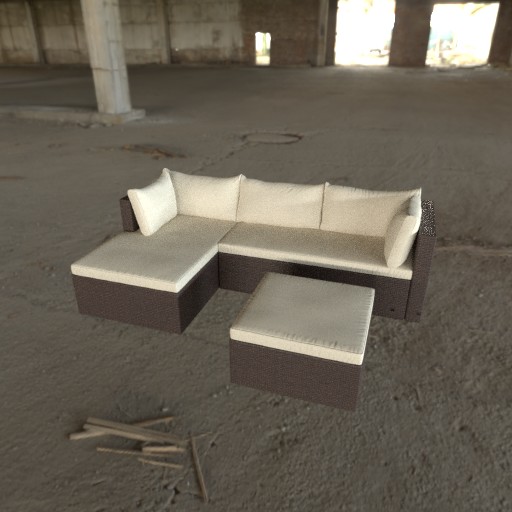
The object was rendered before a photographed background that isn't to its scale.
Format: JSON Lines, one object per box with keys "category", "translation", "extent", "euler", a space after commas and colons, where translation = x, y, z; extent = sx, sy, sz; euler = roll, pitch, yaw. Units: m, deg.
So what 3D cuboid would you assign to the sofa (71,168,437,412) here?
{"category": "sofa", "translation": [0.000, 0.000, 2.952], "extent": [2.192, 0.766, 1.612], "euler": [8, 27, 17]}
